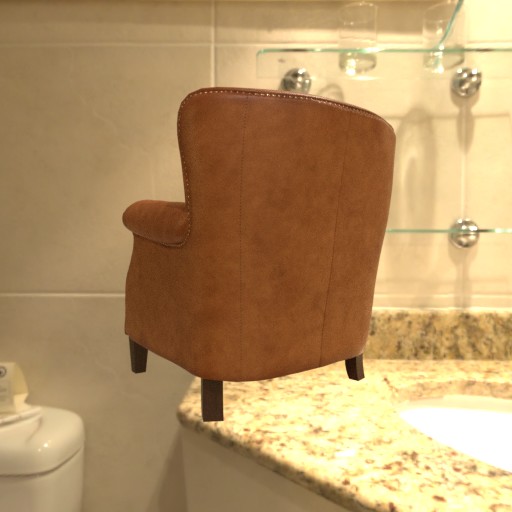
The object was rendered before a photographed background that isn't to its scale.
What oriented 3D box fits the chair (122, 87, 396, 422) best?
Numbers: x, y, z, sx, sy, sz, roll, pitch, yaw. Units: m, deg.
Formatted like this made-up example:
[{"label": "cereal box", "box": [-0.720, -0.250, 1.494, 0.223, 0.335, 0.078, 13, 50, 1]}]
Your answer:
[{"label": "chair", "box": [0.000, 0.000, 1.648, 0.861, 0.936, 0.921, -1, 2, -36]}]
